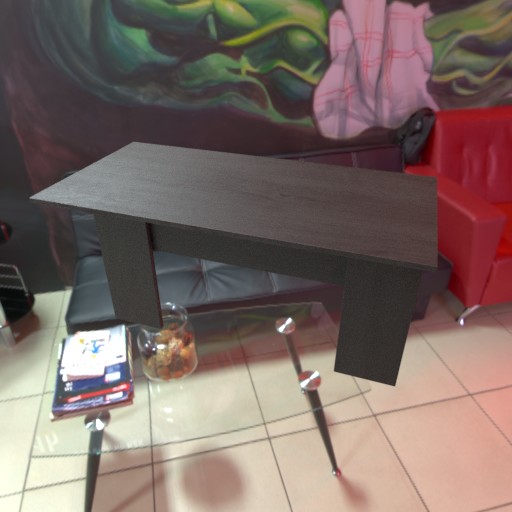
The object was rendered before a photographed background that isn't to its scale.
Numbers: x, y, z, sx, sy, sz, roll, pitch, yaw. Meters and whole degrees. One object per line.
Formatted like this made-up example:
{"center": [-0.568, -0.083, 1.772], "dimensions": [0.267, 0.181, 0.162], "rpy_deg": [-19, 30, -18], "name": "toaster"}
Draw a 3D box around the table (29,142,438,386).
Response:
{"center": [0.000, 0.000, 1.443], "dimensions": [1.000, 0.570, 0.711], "rpy_deg": [10, 33, 16], "name": "table"}
